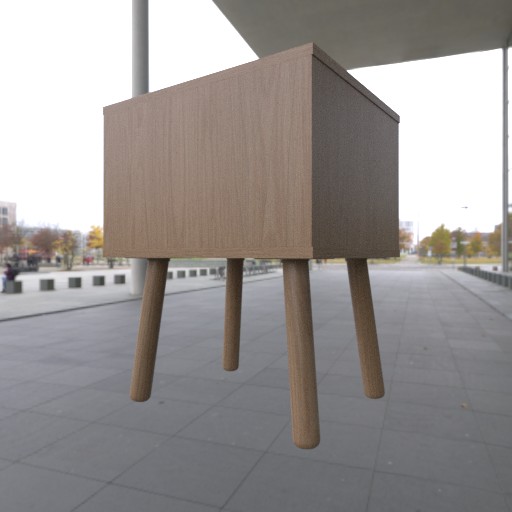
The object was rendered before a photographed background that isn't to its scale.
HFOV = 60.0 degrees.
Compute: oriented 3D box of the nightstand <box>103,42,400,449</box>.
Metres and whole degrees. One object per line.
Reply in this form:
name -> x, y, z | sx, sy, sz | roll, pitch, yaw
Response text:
nightstand -> 0.000, 0.000, 0.875 | 0.450, 0.571, 0.380 | 0, 0, 35
